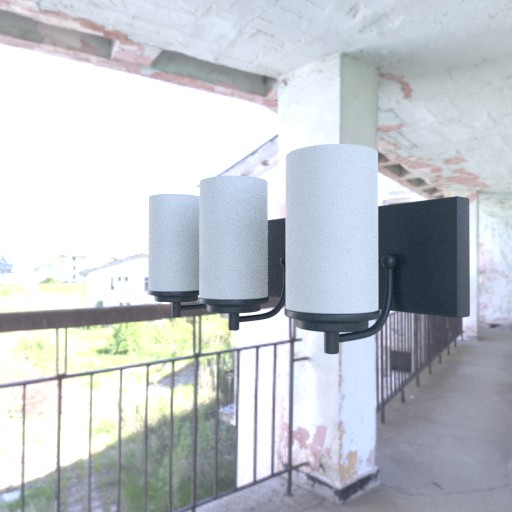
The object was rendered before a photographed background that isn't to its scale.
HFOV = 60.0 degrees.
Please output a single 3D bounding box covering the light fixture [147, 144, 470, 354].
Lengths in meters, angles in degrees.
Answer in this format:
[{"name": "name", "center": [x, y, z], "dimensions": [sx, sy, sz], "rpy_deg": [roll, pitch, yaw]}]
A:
[{"name": "light fixture", "center": [0.000, 0.000, 0.534], "dimensions": [0.145, 0.172, 0.451], "rpy_deg": [0, -1, -35]}]
